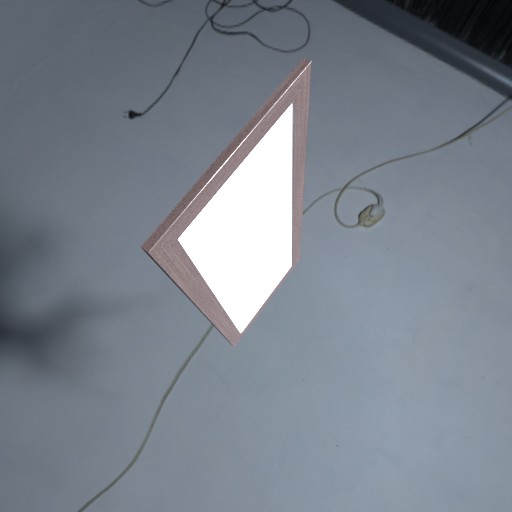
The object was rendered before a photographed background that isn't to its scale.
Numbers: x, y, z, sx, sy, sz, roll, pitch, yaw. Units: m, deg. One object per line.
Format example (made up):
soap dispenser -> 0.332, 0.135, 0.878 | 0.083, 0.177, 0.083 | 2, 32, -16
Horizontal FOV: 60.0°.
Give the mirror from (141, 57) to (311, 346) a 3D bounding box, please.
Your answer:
mirror -> 0.000, 0.000, 2.314 | 0.221, 2.020, 0.812 | 36, 77, 9
